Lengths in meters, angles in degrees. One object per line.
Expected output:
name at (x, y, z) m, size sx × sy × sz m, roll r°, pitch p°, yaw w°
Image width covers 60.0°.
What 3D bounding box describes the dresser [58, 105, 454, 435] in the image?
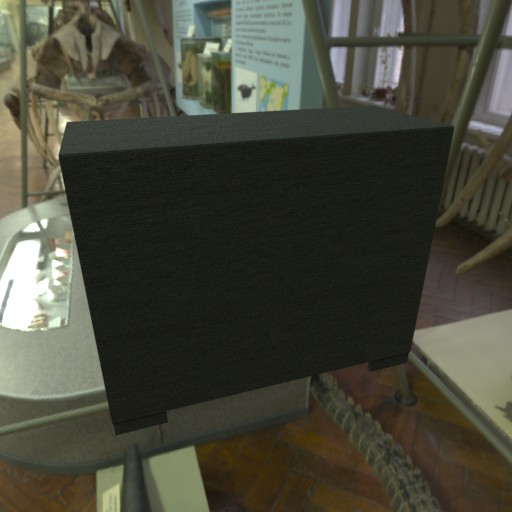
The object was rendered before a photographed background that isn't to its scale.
dresser at (0.000, 0.000, 1.406) m, size 0.994 × 0.816 × 0.404 m, roll -9°, pitch 28°, yaw -17°
